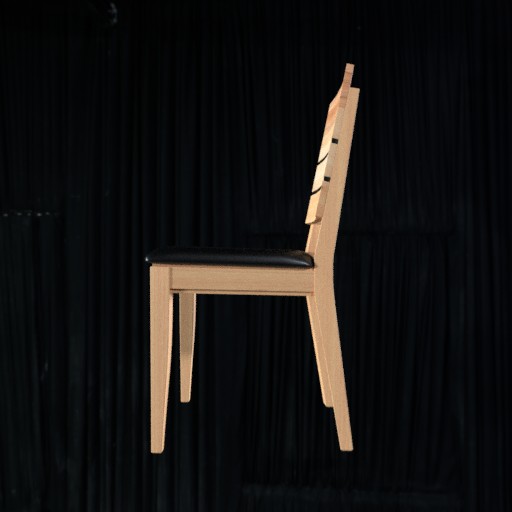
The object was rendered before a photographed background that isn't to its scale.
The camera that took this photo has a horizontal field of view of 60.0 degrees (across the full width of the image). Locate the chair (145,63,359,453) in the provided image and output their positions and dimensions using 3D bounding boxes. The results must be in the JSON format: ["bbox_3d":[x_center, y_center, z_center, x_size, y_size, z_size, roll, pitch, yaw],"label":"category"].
[{"bbox_3d":[0.000,0.000,1.239,0.520,0.940,0.410,0,1,2],"label":"chair"}]
